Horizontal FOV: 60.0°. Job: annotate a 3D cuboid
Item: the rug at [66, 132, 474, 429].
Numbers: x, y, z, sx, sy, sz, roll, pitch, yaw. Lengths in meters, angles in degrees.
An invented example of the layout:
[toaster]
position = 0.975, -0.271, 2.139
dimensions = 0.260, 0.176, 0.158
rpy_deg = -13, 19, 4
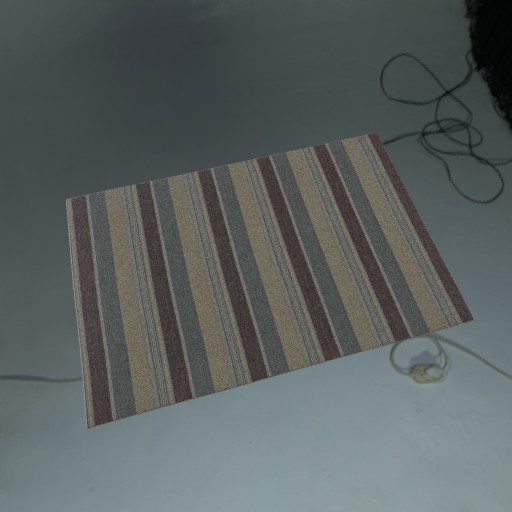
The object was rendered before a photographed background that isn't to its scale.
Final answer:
[rug]
position = 0.000, 0.000, 2.269
dimensions = 1.829, 0.008, 1.219
rpy_deg = -14, 64, -7
